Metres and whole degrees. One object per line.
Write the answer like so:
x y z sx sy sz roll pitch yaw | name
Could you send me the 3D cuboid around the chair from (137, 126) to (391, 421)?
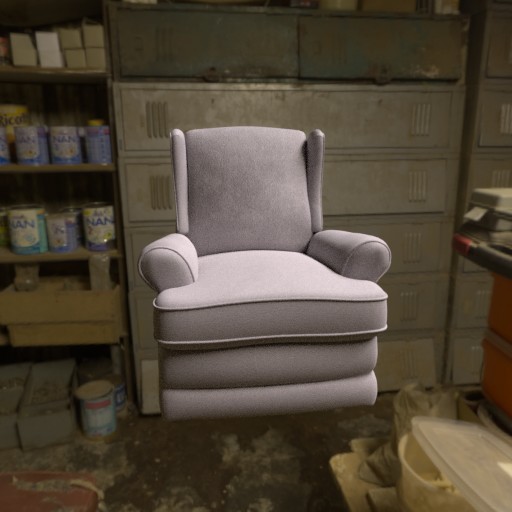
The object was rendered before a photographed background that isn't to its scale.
0.000 0.000 1.770 0.847 1.011 0.969 -2 15 -7 | chair
